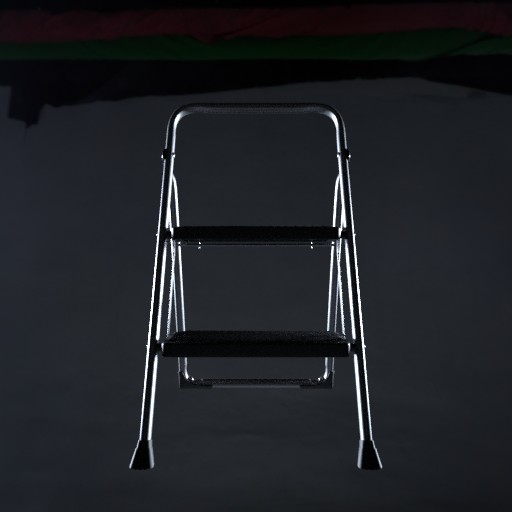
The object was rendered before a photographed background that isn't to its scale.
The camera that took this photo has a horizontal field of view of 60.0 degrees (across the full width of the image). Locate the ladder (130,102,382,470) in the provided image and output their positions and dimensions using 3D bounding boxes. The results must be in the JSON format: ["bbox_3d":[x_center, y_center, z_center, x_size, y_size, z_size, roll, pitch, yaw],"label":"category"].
[{"bbox_3d":[0.000,0.000,0.979,0.430,0.720,0.472,0,0,0],"label":"ladder"}]
